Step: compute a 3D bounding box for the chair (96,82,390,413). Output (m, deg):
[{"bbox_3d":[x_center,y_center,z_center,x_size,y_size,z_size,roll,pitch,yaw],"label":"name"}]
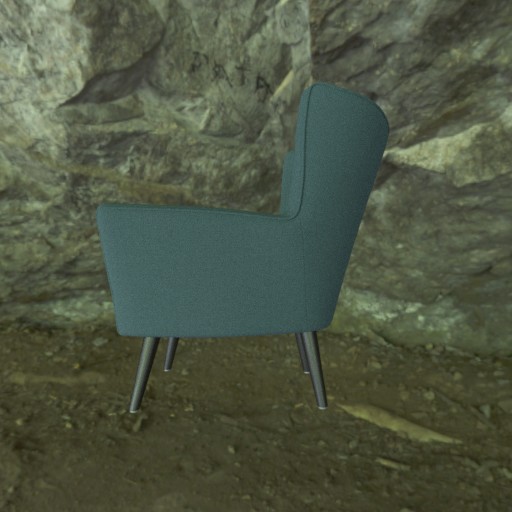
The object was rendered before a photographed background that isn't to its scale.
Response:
[{"bbox_3d":[0.000,0.000,1.571,0.888,0.933,0.781,0,0,0],"label":"chair"}]
